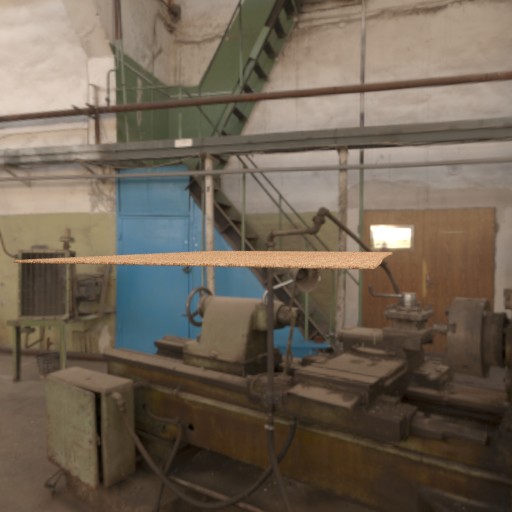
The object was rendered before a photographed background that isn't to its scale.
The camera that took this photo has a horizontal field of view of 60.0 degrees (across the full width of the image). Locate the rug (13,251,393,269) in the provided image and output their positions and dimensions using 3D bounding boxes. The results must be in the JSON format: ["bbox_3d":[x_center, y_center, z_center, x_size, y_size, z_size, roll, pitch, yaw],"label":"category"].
[{"bbox_3d":[0.000,0.000,2.701,1.566,0.013,2.141,1,2,18],"label":"rug"}]
